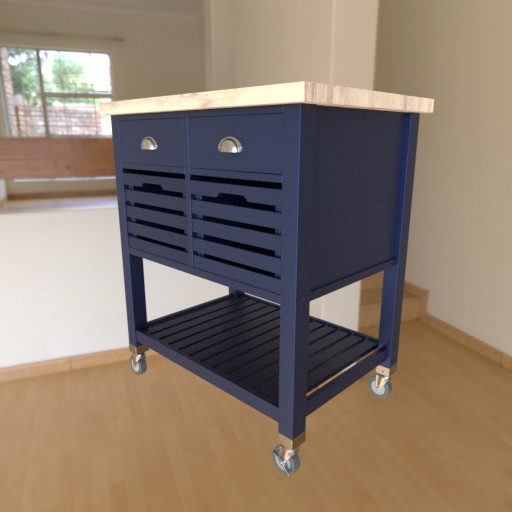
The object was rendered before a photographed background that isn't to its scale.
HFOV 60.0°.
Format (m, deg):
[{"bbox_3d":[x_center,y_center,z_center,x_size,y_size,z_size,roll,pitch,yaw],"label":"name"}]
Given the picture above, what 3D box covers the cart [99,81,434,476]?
[{"bbox_3d":[0.000,0.000,1.393,0.797,0.920,0.567,14,21,42],"label":"cart"}]
